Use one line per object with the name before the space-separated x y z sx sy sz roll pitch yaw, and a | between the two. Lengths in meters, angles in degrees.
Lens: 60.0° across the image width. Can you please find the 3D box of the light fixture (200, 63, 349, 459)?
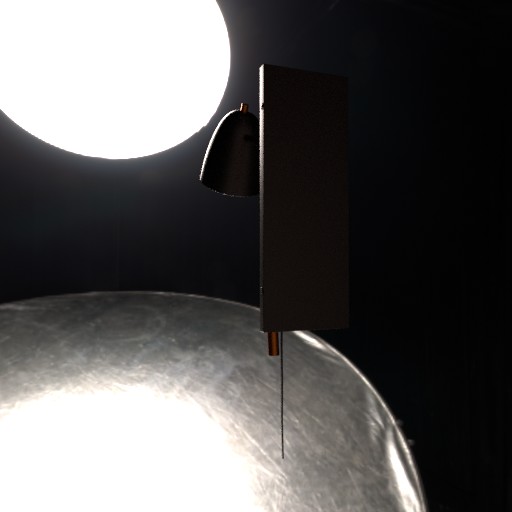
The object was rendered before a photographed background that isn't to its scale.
light fixture | 0.000 0.000 0.949 0.162 0.715 0.499 1 -2 -20
